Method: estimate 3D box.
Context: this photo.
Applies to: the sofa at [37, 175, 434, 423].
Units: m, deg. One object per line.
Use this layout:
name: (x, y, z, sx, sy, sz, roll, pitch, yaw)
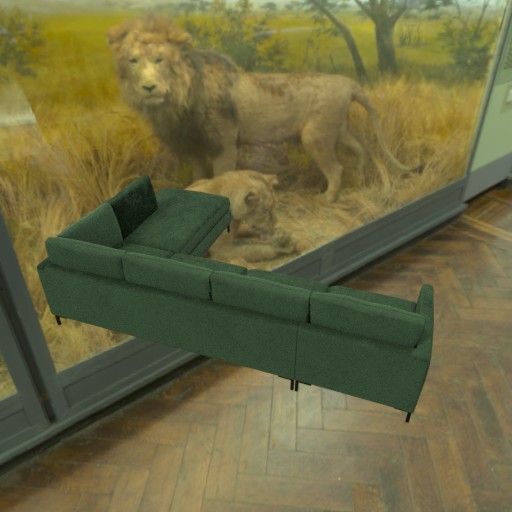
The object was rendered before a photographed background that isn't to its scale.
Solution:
sofa: (0.000, 0.000, 3.284, 2.486, 0.687, 1.707, 11, 34, 17)
